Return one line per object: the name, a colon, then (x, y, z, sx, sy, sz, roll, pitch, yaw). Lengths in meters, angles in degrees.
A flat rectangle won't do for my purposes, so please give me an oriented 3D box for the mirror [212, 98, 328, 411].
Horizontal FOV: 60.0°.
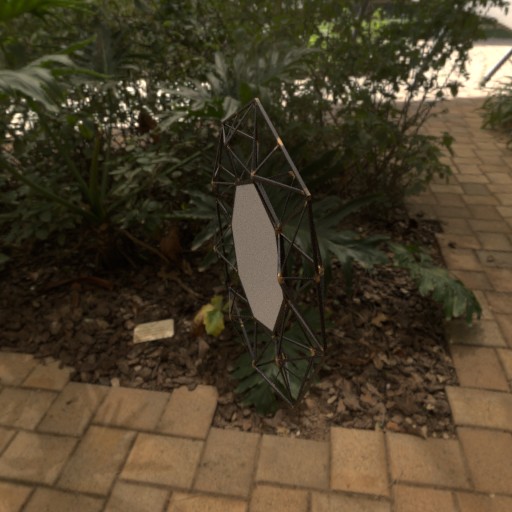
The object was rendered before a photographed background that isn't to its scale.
mirror: (0.000, 0.000, 1.039, 0.094, 0.710, 0.710, -10, 32, -17)
